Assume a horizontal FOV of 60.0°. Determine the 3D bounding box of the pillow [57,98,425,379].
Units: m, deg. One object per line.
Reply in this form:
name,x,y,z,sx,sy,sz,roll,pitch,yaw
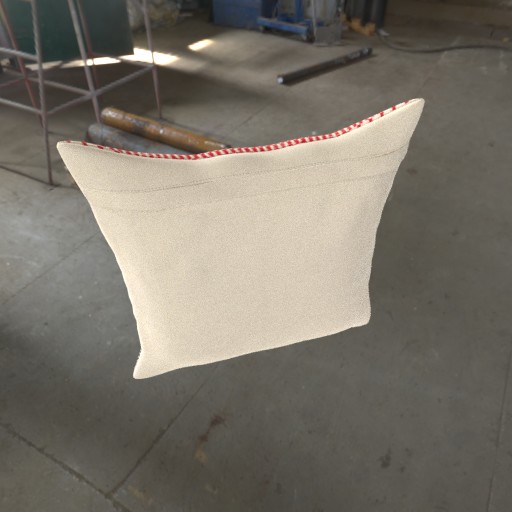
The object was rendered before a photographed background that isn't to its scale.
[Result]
pillow,0.000,0.000,0.691,0.463,0.454,0.160,-11,42,-12
